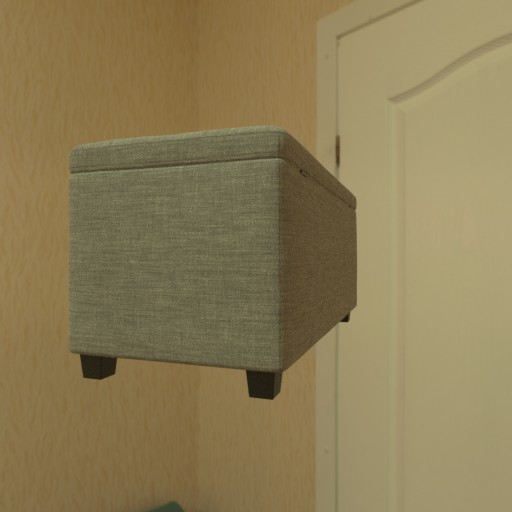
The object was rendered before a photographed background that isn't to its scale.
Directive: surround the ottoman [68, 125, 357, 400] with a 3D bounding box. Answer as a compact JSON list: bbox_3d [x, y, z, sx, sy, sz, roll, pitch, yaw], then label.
[{"bbox_3d":[0.000,0.000,1.126,0.419,0.432,0.902,0,0,20],"label":"ottoman"}]
